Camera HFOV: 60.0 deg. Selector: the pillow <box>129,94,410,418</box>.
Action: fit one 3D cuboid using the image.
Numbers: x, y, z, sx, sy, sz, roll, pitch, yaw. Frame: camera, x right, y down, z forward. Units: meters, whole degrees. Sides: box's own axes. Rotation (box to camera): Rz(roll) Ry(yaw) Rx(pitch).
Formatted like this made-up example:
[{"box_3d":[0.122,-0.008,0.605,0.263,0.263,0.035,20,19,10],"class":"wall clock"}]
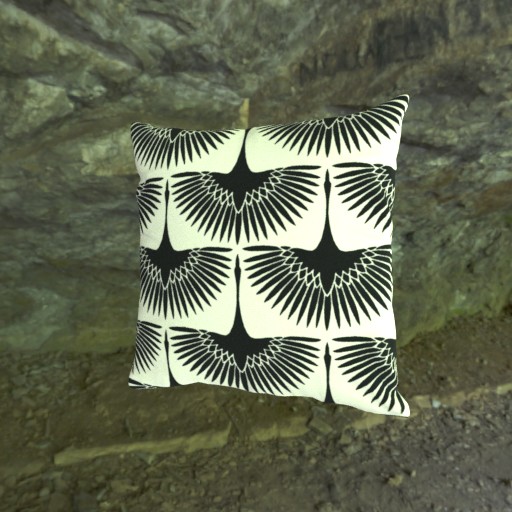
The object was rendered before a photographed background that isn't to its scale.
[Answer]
[{"box_3d":[0.000,0.000,0.658,0.432,0.432,0.139,0,0,18],"class":"pillow"}]
